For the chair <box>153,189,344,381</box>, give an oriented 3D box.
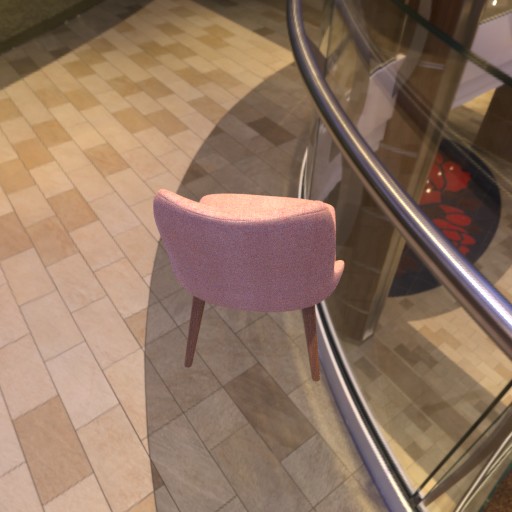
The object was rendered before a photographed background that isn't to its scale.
[{"bbox_3d":[0.000,0.000,1.349,0.535,0.918,0.707,5,46,5],"label":"chair"}]
